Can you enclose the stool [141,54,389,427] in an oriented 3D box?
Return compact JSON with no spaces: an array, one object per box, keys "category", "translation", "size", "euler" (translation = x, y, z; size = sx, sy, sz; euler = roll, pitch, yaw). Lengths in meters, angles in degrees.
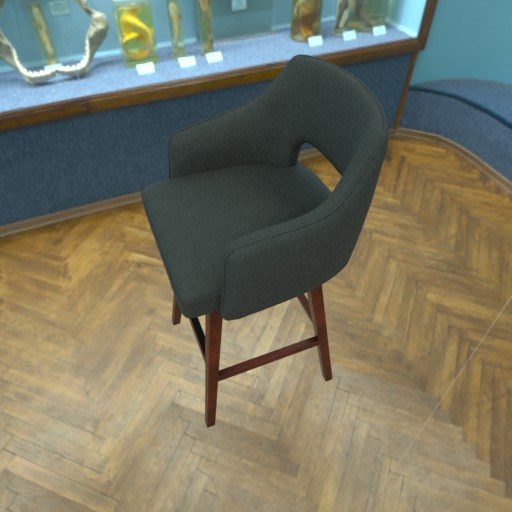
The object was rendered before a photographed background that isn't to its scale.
[{"category":"stool","translation":[0.000,0.000,1.349],"size":[0.558,1.012,0.548],"euler":[-16,49,-15]}]
